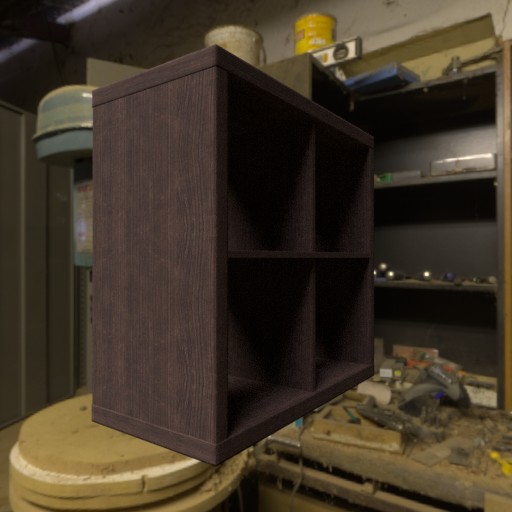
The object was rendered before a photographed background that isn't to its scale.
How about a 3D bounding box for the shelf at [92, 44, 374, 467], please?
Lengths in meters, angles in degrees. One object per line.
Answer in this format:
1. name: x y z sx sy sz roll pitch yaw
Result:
1. shelf: 0.000 0.000 1.258 0.390 0.786 0.790 0 0 36
